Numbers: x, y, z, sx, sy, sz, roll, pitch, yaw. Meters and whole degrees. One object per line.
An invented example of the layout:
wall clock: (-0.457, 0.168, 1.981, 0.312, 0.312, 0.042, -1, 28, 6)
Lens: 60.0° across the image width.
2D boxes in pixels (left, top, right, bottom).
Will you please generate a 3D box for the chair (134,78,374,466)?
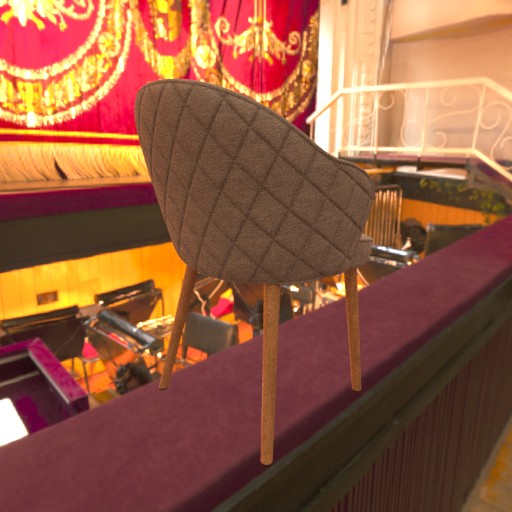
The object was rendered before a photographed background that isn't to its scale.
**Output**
chair: (0.000, 0.000, 1.131, 0.530, 0.800, 0.540, -14, 20, -42)
